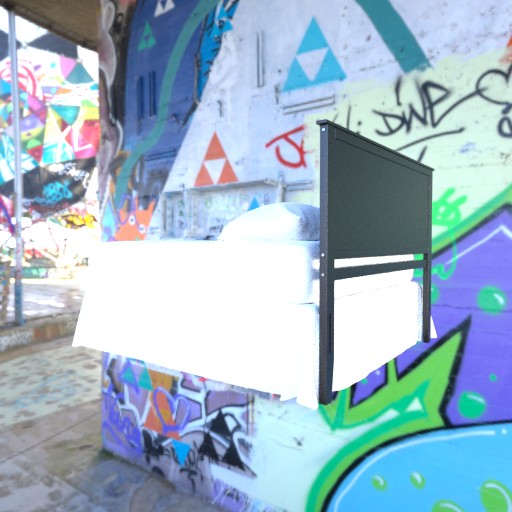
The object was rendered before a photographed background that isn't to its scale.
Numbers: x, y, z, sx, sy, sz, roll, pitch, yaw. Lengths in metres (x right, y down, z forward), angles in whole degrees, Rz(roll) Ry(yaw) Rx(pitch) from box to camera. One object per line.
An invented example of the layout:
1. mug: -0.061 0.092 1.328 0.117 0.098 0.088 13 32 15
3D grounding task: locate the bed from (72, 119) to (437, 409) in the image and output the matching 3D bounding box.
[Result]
1. bed: 0.000 0.000 3.216 2.050 1.270 1.870 1 2 37
